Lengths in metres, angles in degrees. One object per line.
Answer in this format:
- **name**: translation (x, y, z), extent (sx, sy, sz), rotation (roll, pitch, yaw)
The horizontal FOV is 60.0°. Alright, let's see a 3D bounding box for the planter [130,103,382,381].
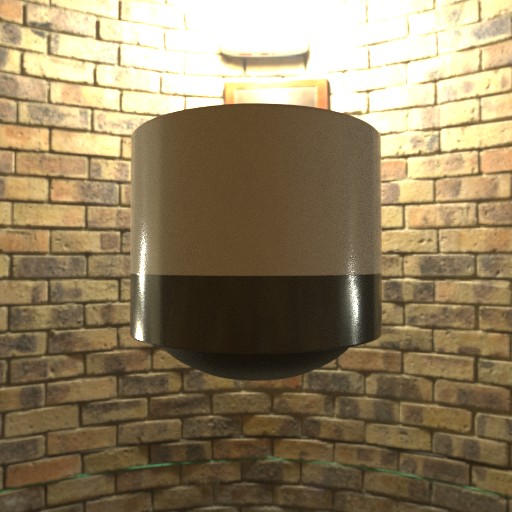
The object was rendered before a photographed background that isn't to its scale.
- **planter**: translation (0.000, 0.000, 0.353), extent (0.193, 0.177, 0.193), rotation (0, -1, 0)
